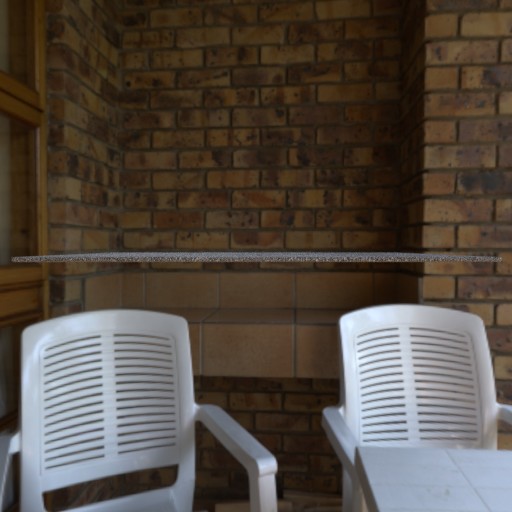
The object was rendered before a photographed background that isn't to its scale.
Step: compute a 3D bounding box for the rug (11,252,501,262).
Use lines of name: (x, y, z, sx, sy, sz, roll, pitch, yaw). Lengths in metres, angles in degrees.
rug: (0.000, 0.000, 3.329, 2.699, 0.026, 1.802, 0, 1, -1)
